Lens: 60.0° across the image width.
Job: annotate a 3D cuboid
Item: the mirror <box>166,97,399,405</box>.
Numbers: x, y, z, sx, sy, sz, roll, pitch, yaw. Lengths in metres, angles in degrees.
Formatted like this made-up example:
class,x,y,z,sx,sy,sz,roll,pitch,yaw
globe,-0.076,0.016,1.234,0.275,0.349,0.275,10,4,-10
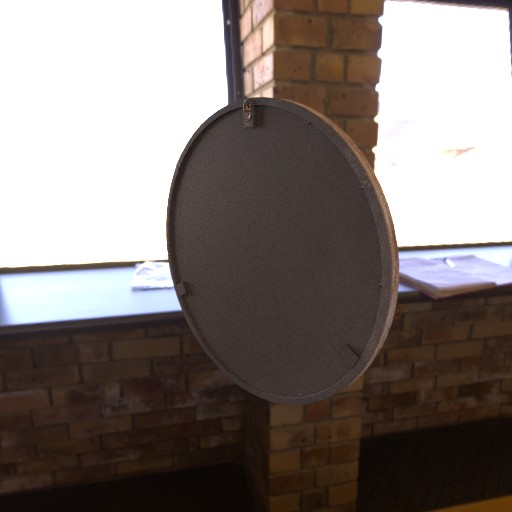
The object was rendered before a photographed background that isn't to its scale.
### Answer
class,x,y,z,sx,sy,sz,roll,pitch,yaw
mirror,0.000,0.000,1.053,0.710,0.710,0.038,13,18,44
